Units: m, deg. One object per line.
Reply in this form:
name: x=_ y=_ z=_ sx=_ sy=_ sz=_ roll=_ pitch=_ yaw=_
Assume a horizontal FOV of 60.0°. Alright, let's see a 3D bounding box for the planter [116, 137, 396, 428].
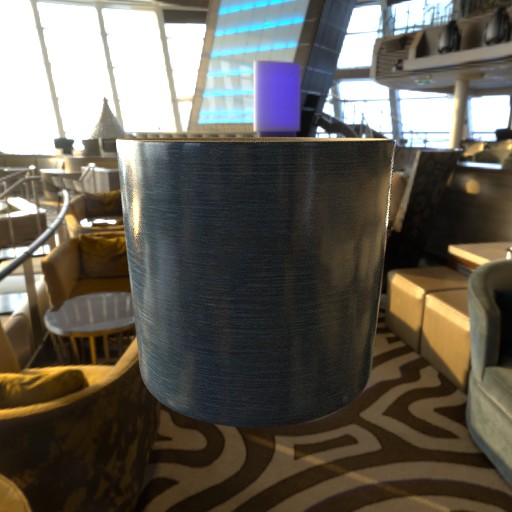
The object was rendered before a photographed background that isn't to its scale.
planter: x=0.000 y=0.000 z=0.393 sx=0.221 sy=0.201 sz=0.221 roll=0 pitch=16 yaw=0
